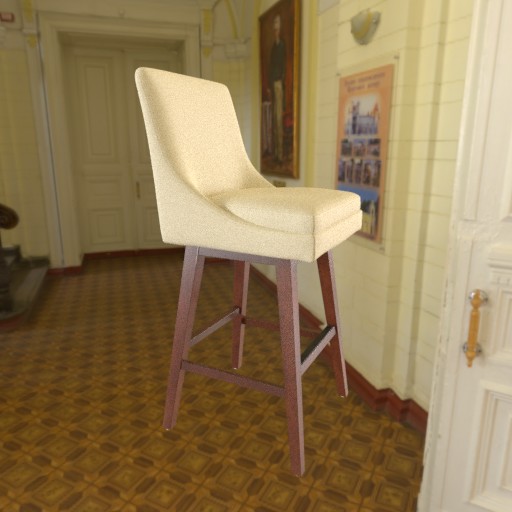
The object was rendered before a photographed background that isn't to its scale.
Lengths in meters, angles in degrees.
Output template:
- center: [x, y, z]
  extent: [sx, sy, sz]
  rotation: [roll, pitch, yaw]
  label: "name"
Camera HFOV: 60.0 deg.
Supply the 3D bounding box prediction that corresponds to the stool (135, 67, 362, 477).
- center: [0.000, 0.000, 1.398]
  extent: [0.559, 1.097, 0.470]
  rotation: [7, 16, 26]
  label: "stool"
